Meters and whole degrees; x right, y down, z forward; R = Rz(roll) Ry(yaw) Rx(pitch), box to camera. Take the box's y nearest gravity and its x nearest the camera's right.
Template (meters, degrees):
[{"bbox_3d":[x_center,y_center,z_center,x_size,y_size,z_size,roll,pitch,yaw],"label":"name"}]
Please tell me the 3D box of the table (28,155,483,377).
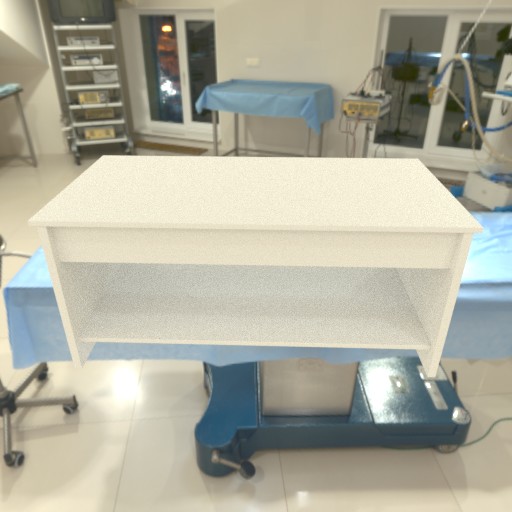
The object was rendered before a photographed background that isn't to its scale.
[{"bbox_3d":[0.000,0.000,1.296,1.000,0.441,0.500,1,29,2],"label":"table"}]
